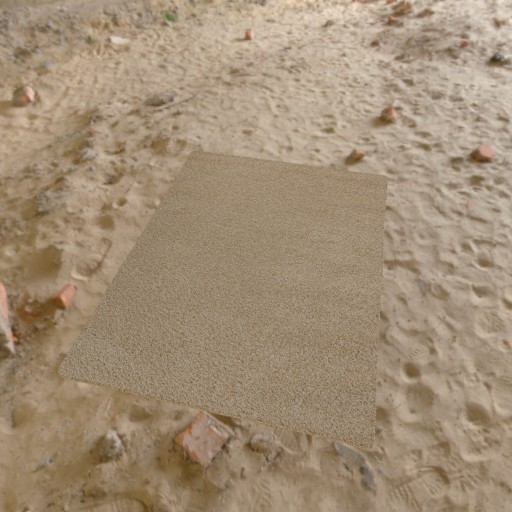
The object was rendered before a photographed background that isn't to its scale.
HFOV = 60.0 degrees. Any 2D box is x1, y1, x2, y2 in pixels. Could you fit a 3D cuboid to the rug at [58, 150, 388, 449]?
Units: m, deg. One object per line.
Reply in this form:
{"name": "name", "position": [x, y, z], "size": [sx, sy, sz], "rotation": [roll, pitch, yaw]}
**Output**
{"name": "rug", "position": [0.000, 0.000, 2.140], "size": [1.199, 0.025, 1.600], "rotation": [10, 47, 9]}
